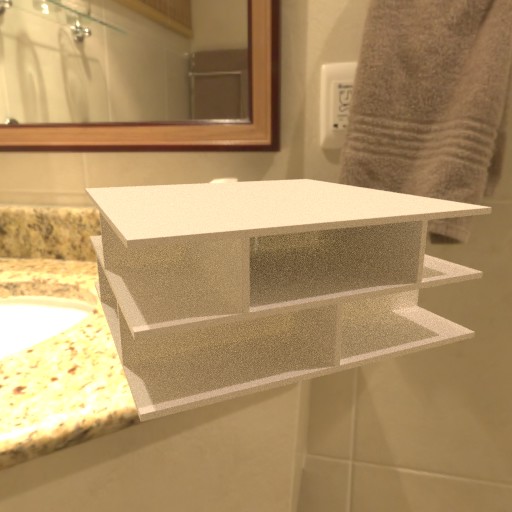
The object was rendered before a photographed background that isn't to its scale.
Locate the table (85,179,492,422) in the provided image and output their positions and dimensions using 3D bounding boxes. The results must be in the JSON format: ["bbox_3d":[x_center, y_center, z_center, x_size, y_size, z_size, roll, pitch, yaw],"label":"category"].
[{"bbox_3d":[0.000,0.000,1.075,0.700,0.289,0.700,-7,16,-24],"label":"table"}]
